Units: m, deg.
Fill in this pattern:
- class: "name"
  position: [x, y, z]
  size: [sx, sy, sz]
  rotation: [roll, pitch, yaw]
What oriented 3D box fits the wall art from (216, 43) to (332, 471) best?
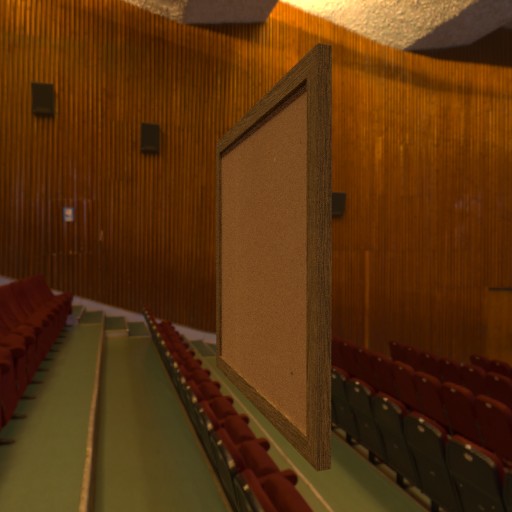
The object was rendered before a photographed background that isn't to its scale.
- class: "wall art"
  position: [0.000, 0.000, 0.769]
  size: [0.019, 0.508, 0.508]
  rotation: [0, 1, -19]
